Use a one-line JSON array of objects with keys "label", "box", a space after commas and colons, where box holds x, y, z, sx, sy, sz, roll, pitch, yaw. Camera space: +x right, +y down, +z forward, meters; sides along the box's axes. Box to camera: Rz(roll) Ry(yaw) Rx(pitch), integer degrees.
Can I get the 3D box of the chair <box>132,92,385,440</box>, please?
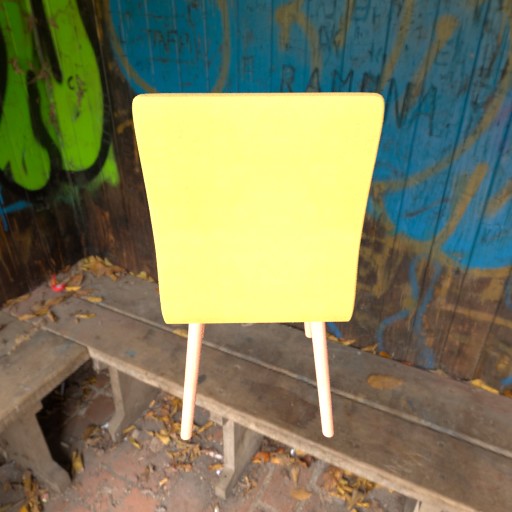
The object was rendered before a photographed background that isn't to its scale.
[{"label": "chair", "box": [0.000, 0.000, 1.239, 0.450, 0.965, 0.550, -1, 31, -1]}]
